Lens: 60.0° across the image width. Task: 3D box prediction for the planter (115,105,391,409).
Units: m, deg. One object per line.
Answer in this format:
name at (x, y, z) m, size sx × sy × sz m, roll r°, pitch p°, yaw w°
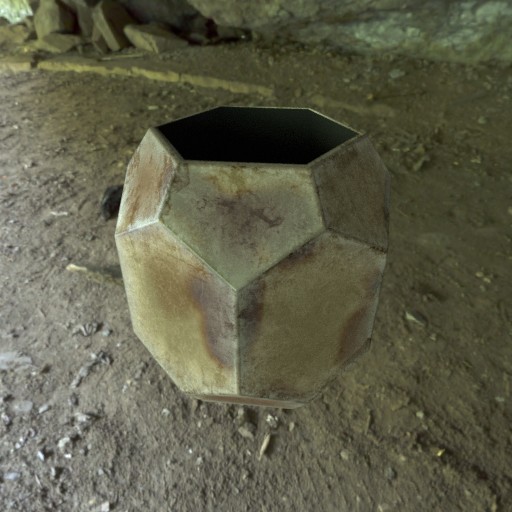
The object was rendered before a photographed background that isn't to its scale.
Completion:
planter at (0.000, 0.000, 0.417) m, size 0.243 × 0.238 × 0.221 m, roll 22°, pitch 39°, yaw 30°
